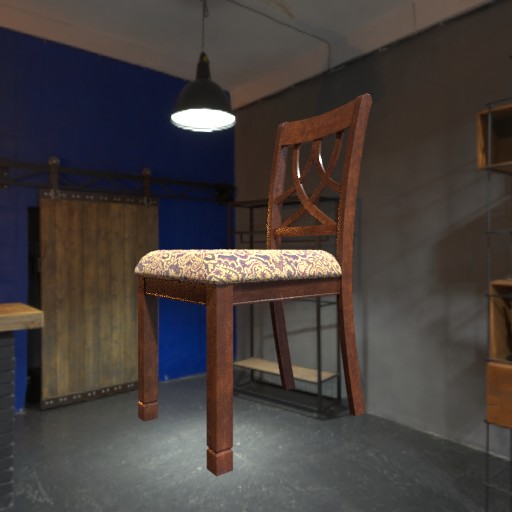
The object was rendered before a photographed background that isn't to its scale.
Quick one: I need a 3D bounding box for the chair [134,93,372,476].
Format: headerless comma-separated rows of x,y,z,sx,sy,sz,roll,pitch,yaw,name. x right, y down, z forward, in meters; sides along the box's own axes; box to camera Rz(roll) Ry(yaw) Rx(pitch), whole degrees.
0.000,0.000,1.313,0.584,0.965,0.457,0,1,-37,chair
